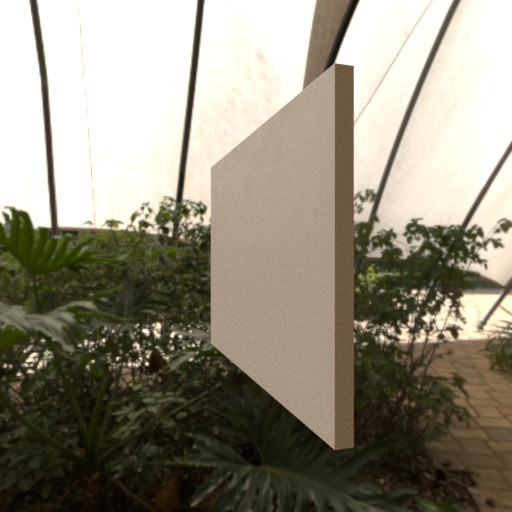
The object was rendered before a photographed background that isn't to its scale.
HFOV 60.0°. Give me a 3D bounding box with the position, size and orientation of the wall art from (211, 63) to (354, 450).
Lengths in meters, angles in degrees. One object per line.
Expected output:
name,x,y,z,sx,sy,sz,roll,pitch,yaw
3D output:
wall art,0.000,0.000,1.660,0.051,0.902,1.308,0,0,-18
